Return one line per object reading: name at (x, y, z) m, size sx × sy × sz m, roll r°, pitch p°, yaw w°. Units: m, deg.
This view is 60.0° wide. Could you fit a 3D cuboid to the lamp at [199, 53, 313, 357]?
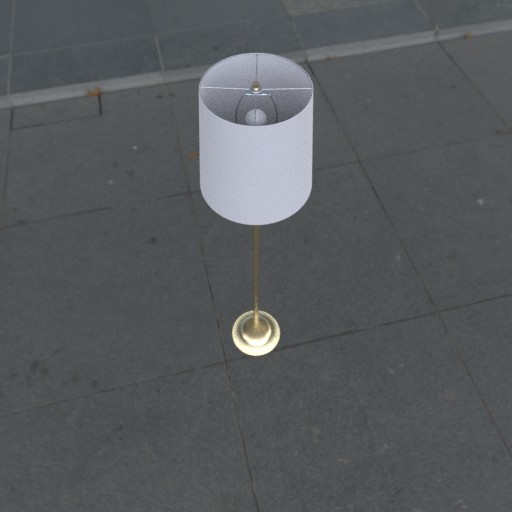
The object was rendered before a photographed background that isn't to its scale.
lamp at (0.000, 0.000, 1.705) m, size 0.337 × 1.543 × 0.337 m, roll 0°, pitch 58°, yaw 0°
